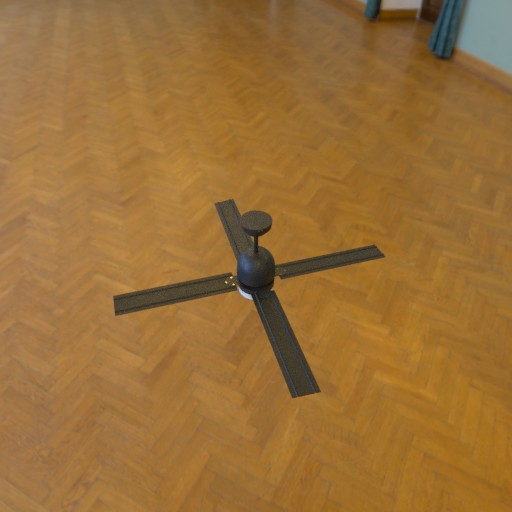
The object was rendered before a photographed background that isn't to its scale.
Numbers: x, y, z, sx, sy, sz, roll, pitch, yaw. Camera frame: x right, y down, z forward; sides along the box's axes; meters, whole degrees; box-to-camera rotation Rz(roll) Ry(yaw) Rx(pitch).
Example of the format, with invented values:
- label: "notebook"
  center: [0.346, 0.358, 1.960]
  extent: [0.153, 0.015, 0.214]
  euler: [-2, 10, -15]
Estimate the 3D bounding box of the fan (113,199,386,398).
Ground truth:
- label: "fan"
  center: [0.000, 0.000, 2.027]
  extent: [1.319, 0.410, 1.319]
  euler: [-12, 43, -13]
